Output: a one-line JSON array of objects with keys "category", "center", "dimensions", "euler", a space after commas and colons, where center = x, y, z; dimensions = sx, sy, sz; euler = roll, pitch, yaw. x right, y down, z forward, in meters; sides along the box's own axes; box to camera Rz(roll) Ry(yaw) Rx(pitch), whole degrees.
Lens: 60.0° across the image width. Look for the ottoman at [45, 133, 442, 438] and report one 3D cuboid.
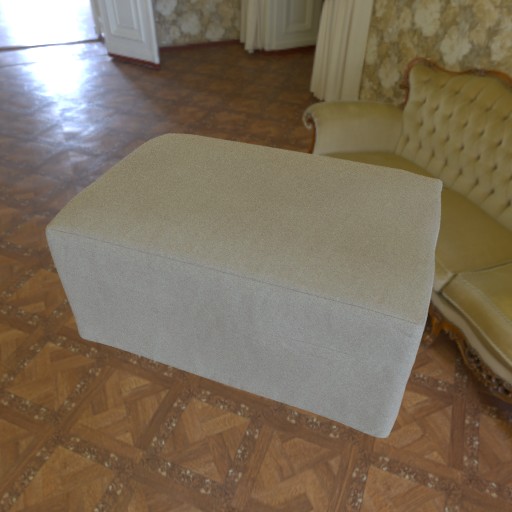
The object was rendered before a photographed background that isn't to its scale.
[{"category": "ottoman", "center": [0.000, 0.000, 1.195], "dimensions": [0.872, 0.444, 0.590], "euler": [14, 42, 16]}]
